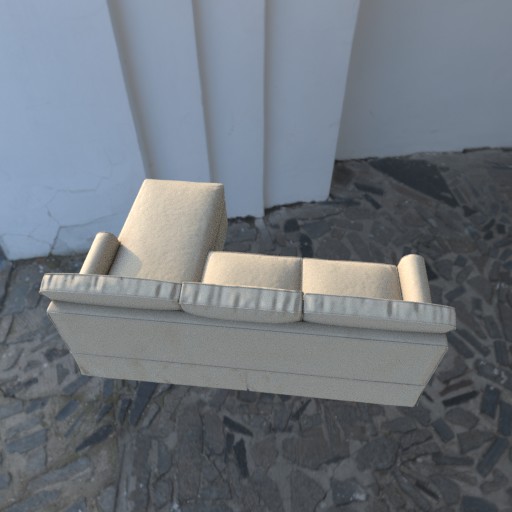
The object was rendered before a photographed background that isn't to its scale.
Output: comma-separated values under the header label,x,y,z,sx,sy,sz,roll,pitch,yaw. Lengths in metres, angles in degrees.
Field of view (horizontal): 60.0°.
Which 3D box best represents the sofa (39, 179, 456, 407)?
label,x,y,z,sx,sy,sz,roll,pitch,yaw
sofa,0.000,0.000,3.369,2.475,0.978,1.733,4,47,4
